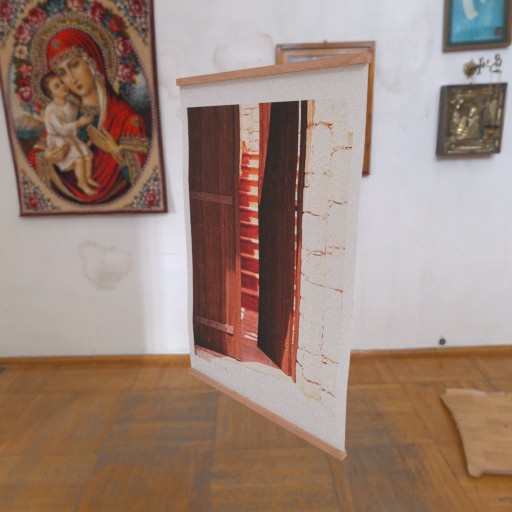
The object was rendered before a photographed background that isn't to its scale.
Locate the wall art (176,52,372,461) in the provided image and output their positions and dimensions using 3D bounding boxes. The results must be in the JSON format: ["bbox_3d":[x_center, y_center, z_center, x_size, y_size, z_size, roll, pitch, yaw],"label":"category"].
[{"bbox_3d":[0.000,0.000,0.647,0.332,0.508,0.012,14,21,42],"label":"wall art"}]
